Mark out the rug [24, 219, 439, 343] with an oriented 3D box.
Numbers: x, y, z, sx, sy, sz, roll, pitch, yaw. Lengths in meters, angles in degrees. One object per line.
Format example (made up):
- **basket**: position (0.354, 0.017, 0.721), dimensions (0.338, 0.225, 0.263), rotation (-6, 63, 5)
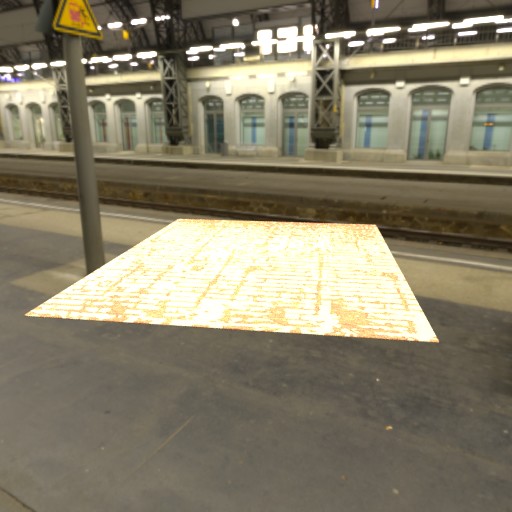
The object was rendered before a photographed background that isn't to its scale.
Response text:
- **rug**: position (0.000, 0.000, 4.002), dimensions (2.441, 0.011, 3.050), rotation (2, 16, 8)
